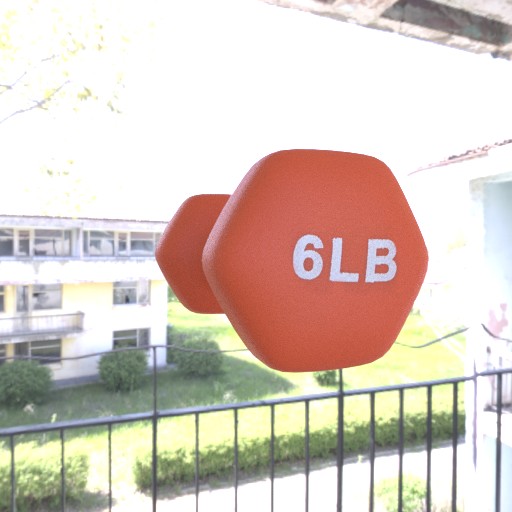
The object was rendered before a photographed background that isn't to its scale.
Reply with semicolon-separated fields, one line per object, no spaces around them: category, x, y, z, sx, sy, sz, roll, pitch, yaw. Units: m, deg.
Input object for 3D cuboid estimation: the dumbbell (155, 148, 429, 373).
dumbbell;0.000;0.000;0.208;0.079;0.071;0.162;0;1;-19
